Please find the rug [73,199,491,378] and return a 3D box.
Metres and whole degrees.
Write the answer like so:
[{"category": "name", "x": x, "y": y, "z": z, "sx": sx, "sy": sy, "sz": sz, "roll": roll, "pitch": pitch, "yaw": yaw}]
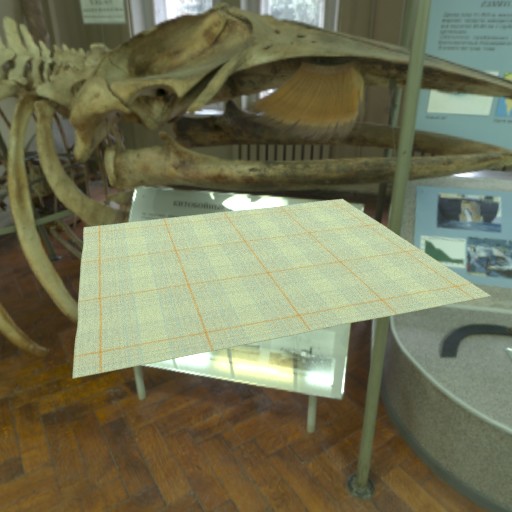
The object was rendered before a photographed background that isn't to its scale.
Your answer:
[{"category": "rug", "x": 0.000, "y": 0.000, "z": 4.066, "sx": 3.051, "sy": 0.021, "sz": 2.448, "roll": -8, "pitch": 27, "yaw": -16}]
